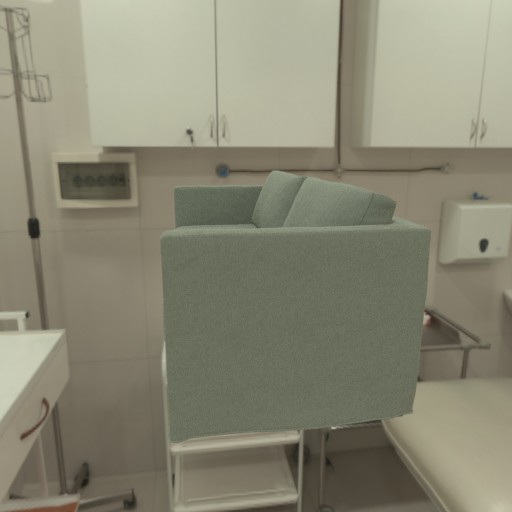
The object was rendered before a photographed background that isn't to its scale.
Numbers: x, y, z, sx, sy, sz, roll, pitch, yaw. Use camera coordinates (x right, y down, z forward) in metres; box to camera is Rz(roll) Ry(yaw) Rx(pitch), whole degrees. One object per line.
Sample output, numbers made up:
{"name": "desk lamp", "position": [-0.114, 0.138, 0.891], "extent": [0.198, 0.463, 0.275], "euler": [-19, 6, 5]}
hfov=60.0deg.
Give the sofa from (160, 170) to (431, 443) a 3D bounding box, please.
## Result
{"name": "sofa", "position": [0.000, 0.000, 2.444], "extent": [0.940, 0.870, 1.987], "euler": [-2, 14, -9]}
